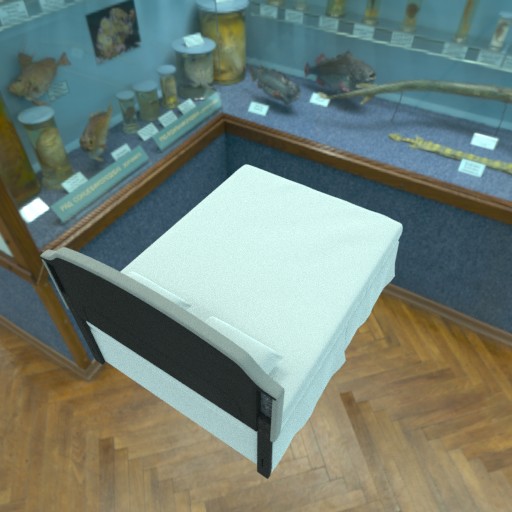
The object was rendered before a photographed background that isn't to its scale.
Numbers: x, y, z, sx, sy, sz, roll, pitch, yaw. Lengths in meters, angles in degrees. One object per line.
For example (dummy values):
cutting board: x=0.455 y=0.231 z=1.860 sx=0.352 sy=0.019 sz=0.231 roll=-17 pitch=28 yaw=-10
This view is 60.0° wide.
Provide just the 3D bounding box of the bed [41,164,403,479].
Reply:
bed: x=0.000 y=0.000 z=3.025 sx=1.558 sy=1.270 sz=1.999 roll=25 pitch=51 yaw=22
